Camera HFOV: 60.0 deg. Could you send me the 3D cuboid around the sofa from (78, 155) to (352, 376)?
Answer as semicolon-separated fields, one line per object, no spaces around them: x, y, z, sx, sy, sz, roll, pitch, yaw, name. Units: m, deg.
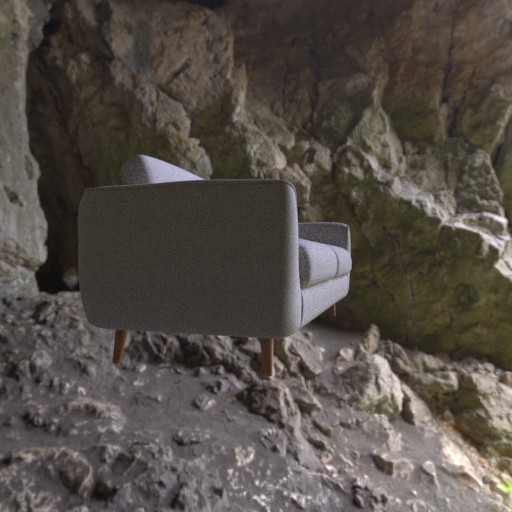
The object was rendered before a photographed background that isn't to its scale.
0.000;0.000;2.463;0.920;0.850;2.000;0;0;17;sofa
